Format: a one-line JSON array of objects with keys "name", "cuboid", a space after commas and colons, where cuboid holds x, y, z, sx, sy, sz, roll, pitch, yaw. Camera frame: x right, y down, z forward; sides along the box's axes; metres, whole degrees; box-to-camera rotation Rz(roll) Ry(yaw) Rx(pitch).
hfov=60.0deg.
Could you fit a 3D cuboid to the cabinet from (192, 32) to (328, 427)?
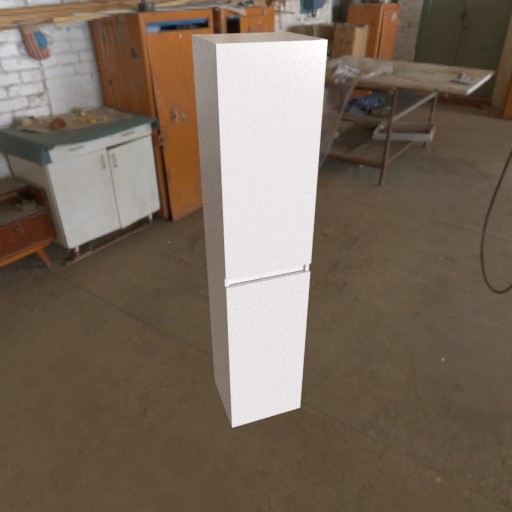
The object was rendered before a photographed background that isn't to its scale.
[{"name": "cabinet", "cuboid": [0.000, 0.000, 1.575, 0.300, 1.400, 0.269, -10, 32, -17]}]
